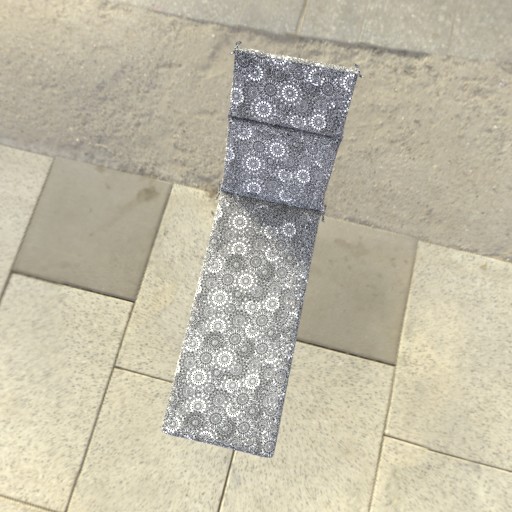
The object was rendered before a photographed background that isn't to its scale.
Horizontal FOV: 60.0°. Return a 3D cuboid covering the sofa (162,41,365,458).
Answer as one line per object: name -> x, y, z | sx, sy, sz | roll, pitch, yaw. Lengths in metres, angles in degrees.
sofa -> 0.000, 0.000, 1.928 | 0.582, 0.622, 1.663 | 12, 76, 3
